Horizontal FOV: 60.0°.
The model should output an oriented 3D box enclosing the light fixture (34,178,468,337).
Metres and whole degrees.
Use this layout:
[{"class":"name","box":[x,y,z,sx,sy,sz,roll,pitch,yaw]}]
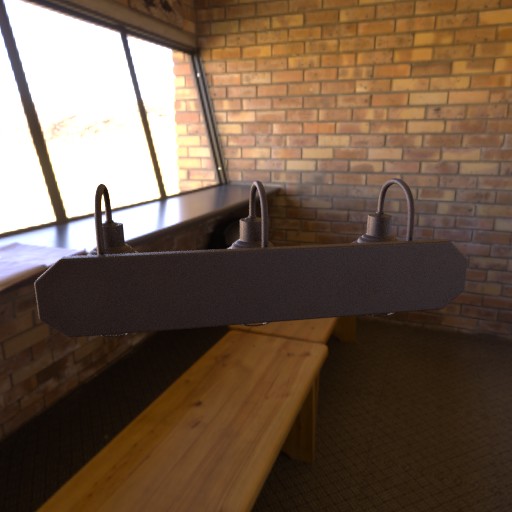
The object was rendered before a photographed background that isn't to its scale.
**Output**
[{"class":"light fixture","box":[0.000,0.000,0.747,0.634,0.254,0.229,-3,15,-10]}]
